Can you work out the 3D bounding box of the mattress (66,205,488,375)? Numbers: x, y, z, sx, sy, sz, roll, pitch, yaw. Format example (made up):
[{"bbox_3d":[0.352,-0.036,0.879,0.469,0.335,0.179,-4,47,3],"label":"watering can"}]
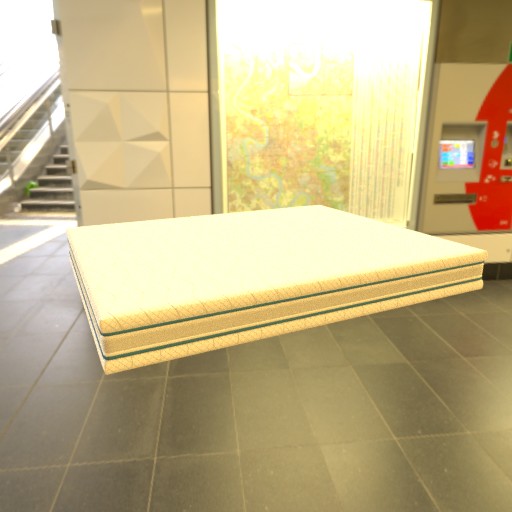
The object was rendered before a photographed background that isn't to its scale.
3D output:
[{"bbox_3d":[0.000,0.000,2.674,2.000,0.230,1.600,-8,18,-25],"label":"mattress"}]
